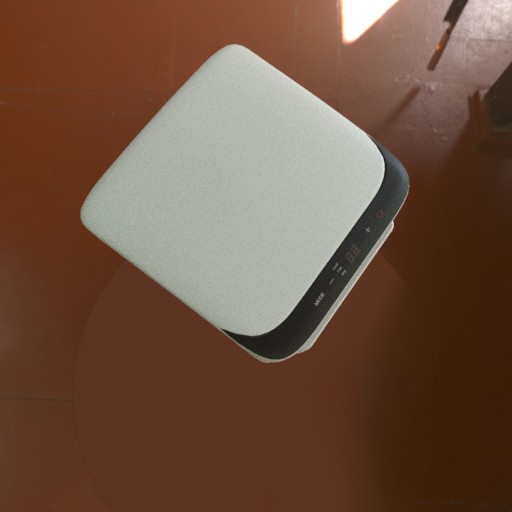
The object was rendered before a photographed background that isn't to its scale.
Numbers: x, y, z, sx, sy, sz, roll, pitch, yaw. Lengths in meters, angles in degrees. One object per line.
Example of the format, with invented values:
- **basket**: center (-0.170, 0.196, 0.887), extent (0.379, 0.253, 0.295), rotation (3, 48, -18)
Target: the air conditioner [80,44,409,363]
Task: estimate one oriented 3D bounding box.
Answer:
- **air conditioner**: center (0.000, 0.000, 0.931), extent (0.369, 0.716, 0.352), rotation (36, 78, 9)
